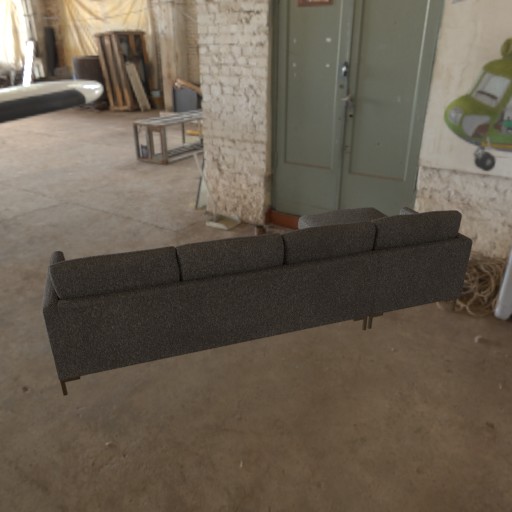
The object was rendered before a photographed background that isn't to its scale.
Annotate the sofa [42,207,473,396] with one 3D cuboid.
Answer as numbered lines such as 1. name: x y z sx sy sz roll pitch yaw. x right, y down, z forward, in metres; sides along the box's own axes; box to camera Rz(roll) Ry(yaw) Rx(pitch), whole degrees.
1. sofa: 0.000 0.000 3.429 2.932 0.810 1.350 -8 26 -17
